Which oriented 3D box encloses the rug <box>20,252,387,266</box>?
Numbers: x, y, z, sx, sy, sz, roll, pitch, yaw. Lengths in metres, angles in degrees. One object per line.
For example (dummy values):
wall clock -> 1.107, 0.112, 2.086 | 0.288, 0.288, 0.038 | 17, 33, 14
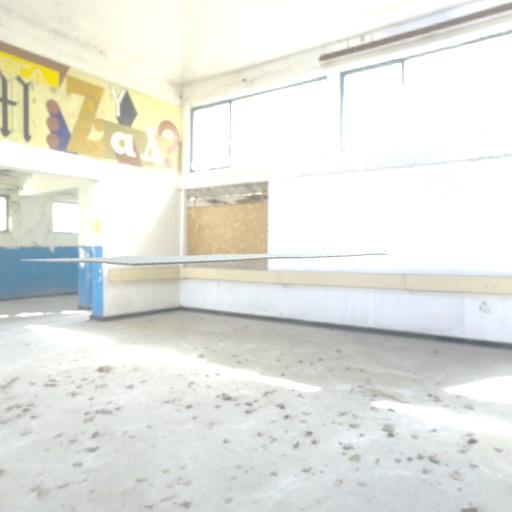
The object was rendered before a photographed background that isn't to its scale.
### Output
rug -> 0.000, 0.000, 2.689 | 0.762, 0.013, 2.439 | 1, 2, 36
